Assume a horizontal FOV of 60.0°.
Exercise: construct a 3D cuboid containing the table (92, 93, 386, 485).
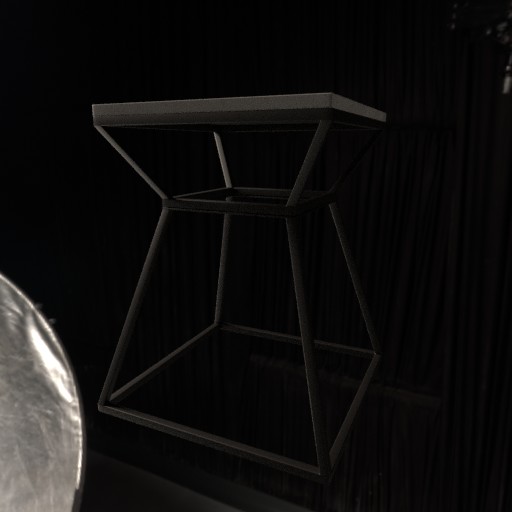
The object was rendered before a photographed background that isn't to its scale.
[{"bbox_3d":[0.000,0.000,0.888,0.455,0.559,0.455,6,15,24],"label":"table"}]
